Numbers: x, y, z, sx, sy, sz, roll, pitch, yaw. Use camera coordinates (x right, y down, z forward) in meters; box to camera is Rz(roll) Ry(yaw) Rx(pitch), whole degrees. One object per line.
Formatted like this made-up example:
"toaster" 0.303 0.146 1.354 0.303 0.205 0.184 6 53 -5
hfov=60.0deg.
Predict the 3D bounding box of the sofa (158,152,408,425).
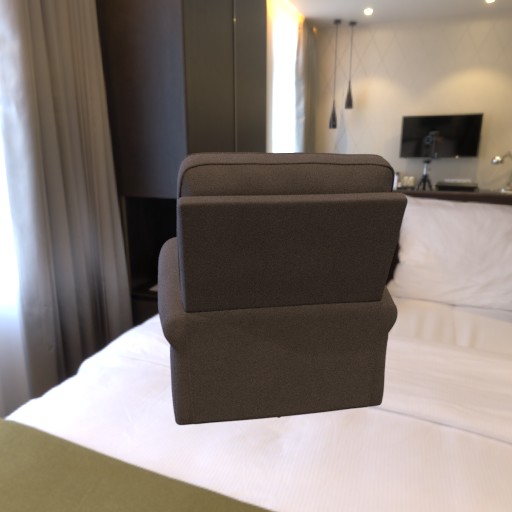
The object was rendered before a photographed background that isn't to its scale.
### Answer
"sofa" 0.000 0.000 2.046 0.880 0.959 1.478 -2 15 -9
